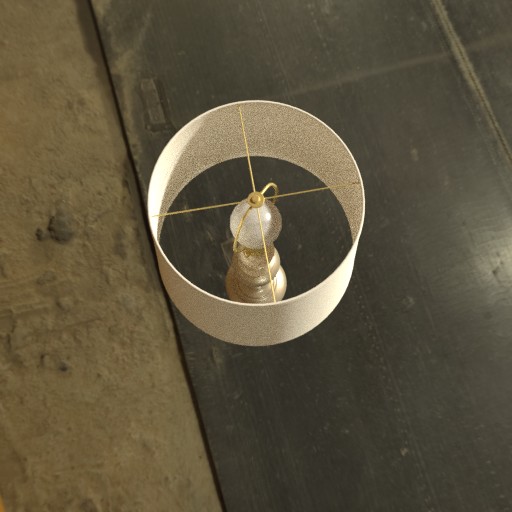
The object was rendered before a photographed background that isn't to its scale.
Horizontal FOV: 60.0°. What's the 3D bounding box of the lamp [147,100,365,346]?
[{"bbox_3d":[0.000,0.000,0.815,0.328,0.612,0.328,0,77,0],"label":"lamp"}]
